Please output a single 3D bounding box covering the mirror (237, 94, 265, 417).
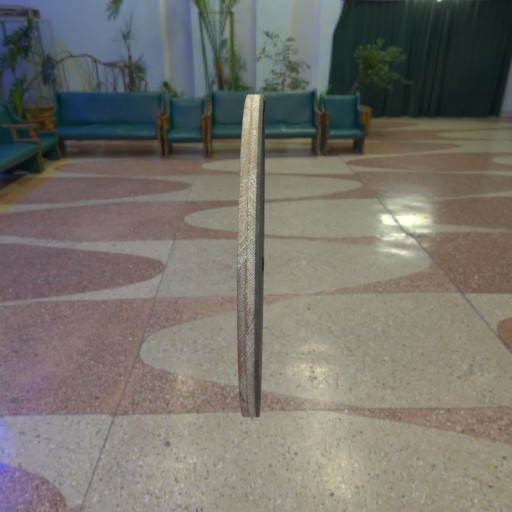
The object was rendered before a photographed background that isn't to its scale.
[{"bbox_3d":[0.000,0.000,1.039,0.038,0.710,0.710,1,26,2],"label":"mirror"}]
